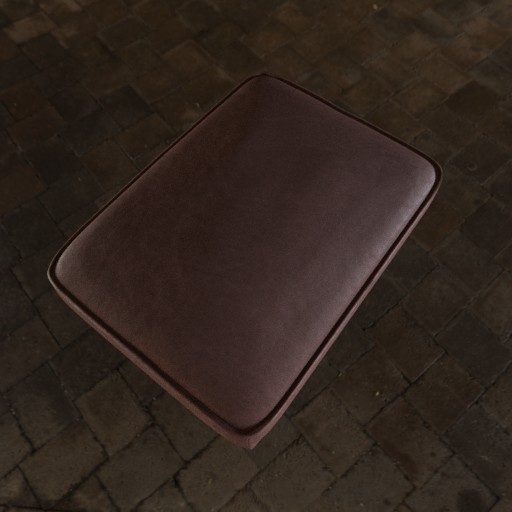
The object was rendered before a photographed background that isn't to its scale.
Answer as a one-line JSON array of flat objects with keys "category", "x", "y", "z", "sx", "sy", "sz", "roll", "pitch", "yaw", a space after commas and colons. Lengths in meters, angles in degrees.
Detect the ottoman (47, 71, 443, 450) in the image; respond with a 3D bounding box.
[{"category": "ottoman", "x": 0.000, "y": 0.000, "z": 1.094, "sx": 0.548, "sy": 0.449, "sz": 0.749, "roll": 35, "pitch": 69, "yaw": 16}]
